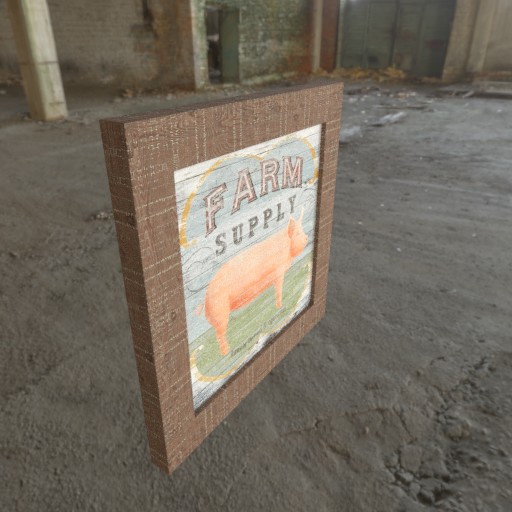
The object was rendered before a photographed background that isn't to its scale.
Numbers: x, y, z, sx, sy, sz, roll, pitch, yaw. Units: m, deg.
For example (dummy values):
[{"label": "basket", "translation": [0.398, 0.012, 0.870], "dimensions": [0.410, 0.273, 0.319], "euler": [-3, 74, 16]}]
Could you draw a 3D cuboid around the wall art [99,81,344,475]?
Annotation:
[{"label": "wall art", "translation": [0.000, 0.000, 0.775], "dimensions": [0.040, 0.531, 0.531], "euler": [17, 31, 30]}]
